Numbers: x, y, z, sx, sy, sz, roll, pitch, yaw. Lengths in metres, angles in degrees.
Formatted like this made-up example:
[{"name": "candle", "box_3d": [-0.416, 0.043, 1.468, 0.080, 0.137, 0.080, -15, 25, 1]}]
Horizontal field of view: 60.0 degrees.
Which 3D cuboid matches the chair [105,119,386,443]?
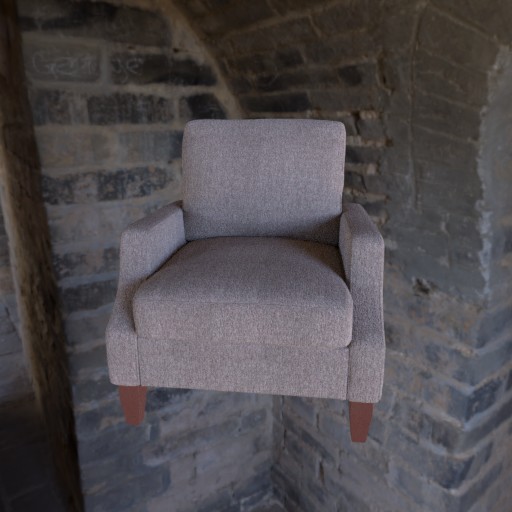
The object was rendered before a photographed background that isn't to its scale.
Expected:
[{"name": "chair", "box_3d": [0.000, 0.000, 1.665, 0.855, 0.993, 0.897, 2, 16, 6]}]
